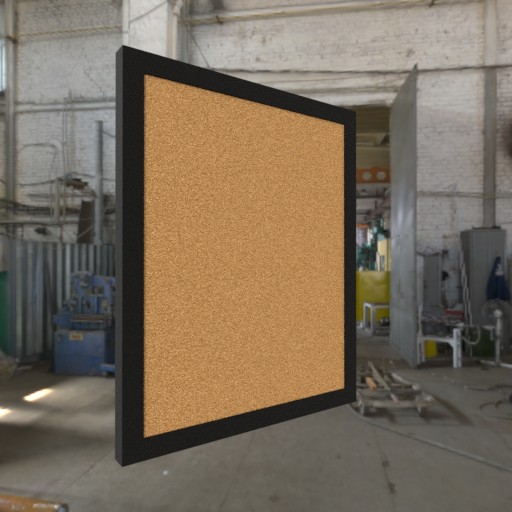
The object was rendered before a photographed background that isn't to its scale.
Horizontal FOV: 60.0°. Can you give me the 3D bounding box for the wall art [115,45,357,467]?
[{"bbox_3d":[0.000,0.000,0.732,0.457,0.559,0.029,0,0,-36],"label":"wall art"}]
